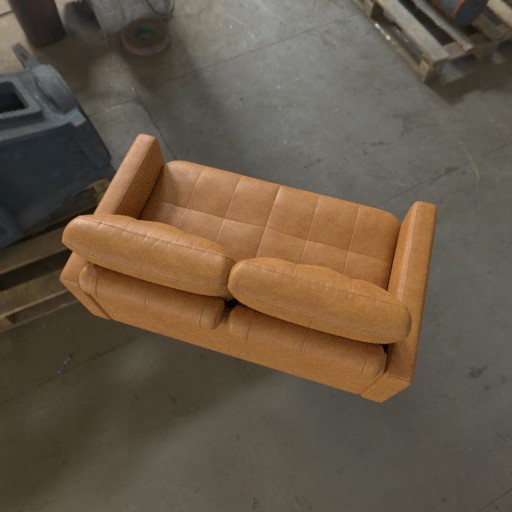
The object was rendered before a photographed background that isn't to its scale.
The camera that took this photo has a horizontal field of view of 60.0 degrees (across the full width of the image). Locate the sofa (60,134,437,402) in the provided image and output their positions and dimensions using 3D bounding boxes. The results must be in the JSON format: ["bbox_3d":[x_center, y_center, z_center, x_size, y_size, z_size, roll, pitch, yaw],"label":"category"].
[{"bbox_3d":[0.000,0.000,1.953,1.430,0.898,0.868,15,64,8],"label":"sofa"}]
